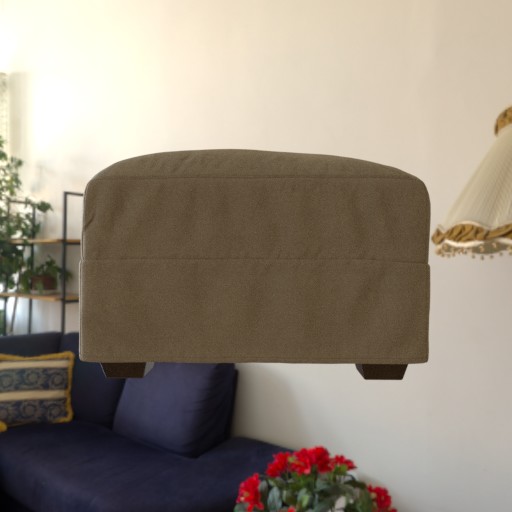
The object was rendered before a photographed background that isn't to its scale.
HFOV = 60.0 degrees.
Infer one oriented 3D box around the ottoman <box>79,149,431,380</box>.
[{"bbox_3d":[0.000,0.000,1.098,0.712,0.480,0.584,0,0,1],"label":"ottoman"}]
